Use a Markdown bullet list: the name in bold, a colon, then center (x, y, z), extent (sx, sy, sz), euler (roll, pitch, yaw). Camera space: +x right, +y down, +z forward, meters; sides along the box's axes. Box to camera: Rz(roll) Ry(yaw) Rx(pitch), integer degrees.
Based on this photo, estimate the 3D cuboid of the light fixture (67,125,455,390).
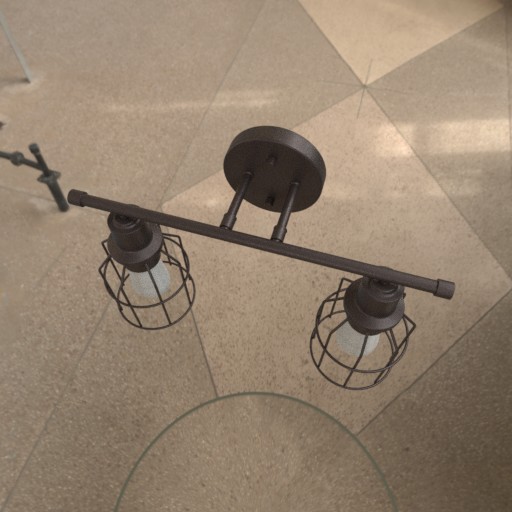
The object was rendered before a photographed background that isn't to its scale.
- **light fixture**: center (0.000, 0.000, 0.526), extent (0.406, 0.254, 0.165), euler (14, 58, 9)
